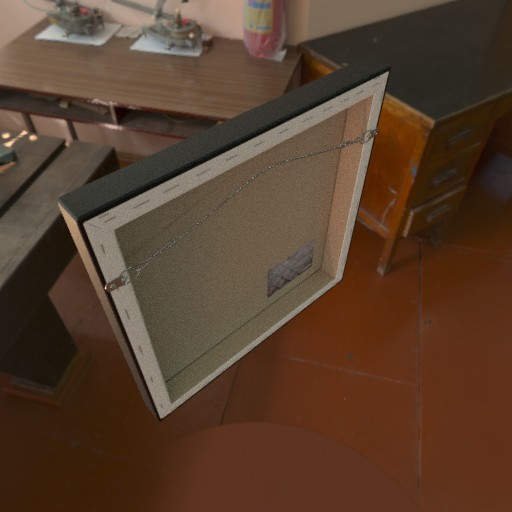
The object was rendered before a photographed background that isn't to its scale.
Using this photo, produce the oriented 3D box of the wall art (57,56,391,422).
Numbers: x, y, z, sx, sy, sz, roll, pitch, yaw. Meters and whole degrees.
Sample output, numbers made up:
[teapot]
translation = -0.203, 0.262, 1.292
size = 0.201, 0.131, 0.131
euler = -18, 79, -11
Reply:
[wall art]
translation = 0.000, 0.000, 0.596
size = 0.406, 0.407, 0.041
euler = -33, 56, -26
